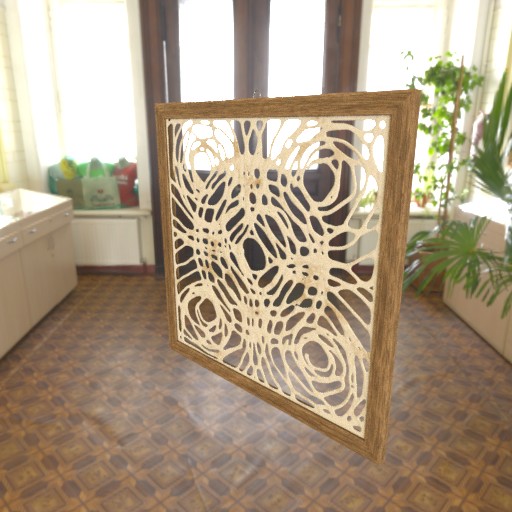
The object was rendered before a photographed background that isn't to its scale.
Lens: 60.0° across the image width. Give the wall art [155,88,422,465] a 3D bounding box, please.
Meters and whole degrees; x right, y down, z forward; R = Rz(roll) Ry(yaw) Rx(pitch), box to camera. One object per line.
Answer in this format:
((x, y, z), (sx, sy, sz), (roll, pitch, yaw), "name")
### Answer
((0.000, 0.000, 0.813), (0.561, 0.576, 0.021), (15, 22, 42), "wall art")
